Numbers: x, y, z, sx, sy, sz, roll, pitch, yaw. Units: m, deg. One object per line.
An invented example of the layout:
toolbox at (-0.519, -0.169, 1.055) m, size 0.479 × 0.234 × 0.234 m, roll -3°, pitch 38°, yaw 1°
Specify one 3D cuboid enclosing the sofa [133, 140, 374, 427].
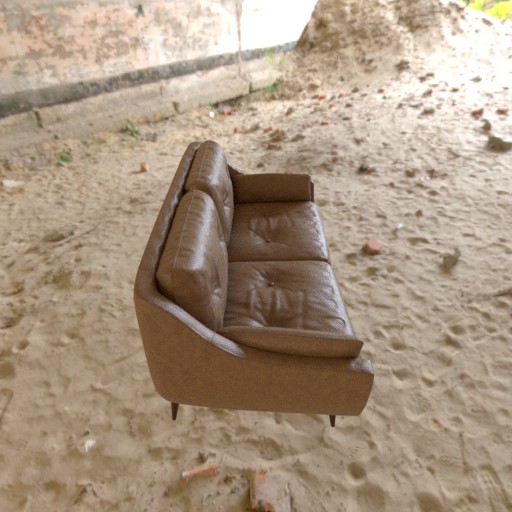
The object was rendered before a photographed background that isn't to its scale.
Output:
sofa at (0.000, 0.000, 2.443) m, size 0.904 × 0.839 × 1.902 m, roll 0°, pitch 31°, yaw 0°
